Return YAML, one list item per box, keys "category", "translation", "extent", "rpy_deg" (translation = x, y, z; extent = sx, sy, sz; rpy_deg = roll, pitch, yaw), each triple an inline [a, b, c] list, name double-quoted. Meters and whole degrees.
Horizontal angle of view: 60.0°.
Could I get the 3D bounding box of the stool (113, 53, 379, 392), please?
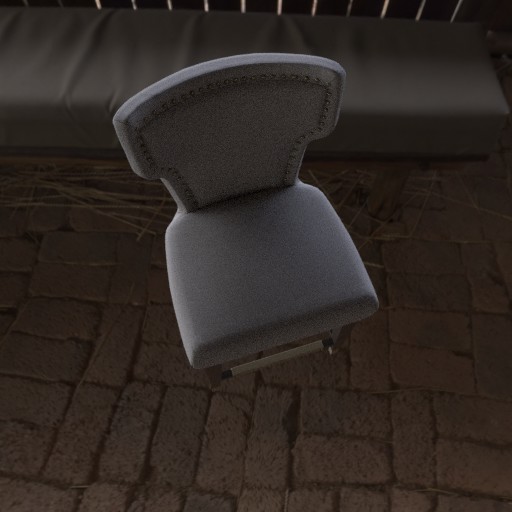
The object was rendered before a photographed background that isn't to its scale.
- category: "stool"
  translation: [0.000, 0.000, 1.317]
  extent: [0.527, 0.982, 0.563]
  rpy_deg: [-16, 65, -8]
